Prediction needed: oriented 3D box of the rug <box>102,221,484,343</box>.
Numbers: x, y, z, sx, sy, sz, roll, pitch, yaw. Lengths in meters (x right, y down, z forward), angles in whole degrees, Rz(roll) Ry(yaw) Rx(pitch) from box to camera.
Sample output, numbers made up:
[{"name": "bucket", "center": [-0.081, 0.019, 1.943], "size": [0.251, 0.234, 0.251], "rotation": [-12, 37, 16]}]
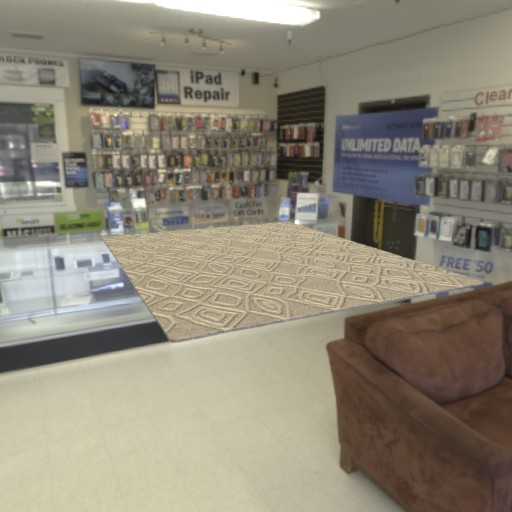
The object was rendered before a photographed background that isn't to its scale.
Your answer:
[{"name": "rug", "center": [0.000, 0.000, 4.207], "size": [2.449, 0.025, 3.049], "rotation": [-7, 15, -25]}]
